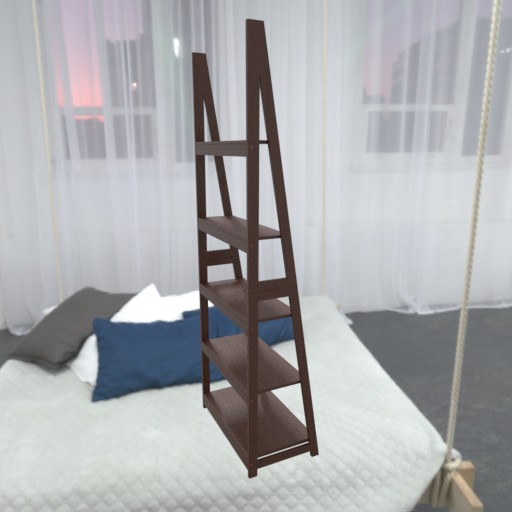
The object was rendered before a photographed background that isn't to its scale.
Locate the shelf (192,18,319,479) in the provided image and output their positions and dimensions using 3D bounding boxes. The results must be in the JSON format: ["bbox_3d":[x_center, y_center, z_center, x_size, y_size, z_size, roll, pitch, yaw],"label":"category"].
[{"bbox_3d":[0.000,0.000,1.996,0.350,1.770,0.600,-6,15,-25],"label":"shelf"}]
